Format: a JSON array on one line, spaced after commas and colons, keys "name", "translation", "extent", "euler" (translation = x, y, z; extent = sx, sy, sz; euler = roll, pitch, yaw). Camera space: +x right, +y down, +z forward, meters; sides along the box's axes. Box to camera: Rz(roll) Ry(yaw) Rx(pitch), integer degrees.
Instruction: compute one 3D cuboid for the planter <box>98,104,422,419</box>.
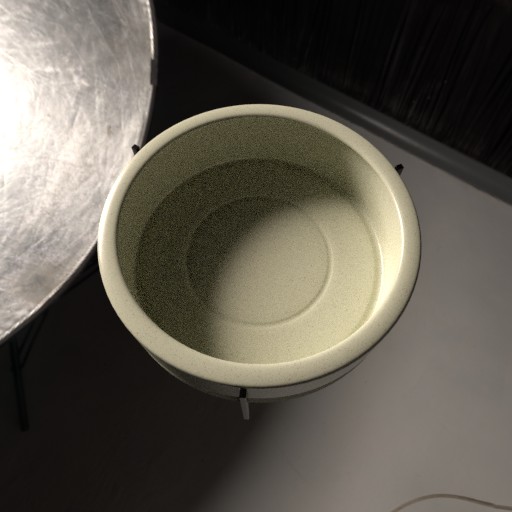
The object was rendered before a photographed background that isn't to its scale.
[{"name": "planter", "translation": [0.000, 0.000, 0.538], "extent": [0.345, 0.171, 0.336], "euler": [32, 68, 15]}]
